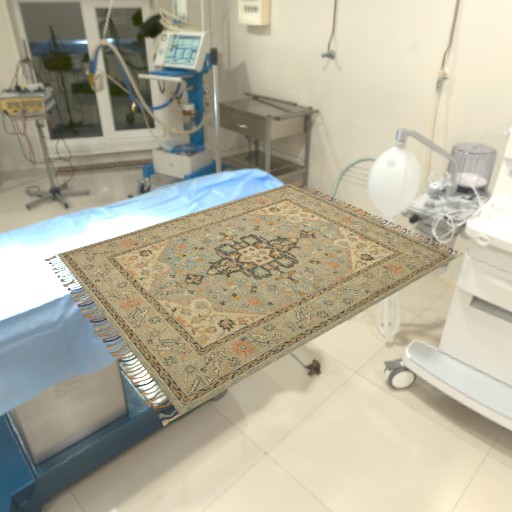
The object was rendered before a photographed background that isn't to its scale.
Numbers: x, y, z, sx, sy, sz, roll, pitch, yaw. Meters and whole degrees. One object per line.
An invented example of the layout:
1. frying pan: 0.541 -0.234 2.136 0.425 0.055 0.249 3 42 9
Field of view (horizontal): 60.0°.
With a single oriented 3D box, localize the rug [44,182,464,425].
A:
1. rug: 0.000 0.000 2.257 1.730 0.009 1.278 -22 37 -32
